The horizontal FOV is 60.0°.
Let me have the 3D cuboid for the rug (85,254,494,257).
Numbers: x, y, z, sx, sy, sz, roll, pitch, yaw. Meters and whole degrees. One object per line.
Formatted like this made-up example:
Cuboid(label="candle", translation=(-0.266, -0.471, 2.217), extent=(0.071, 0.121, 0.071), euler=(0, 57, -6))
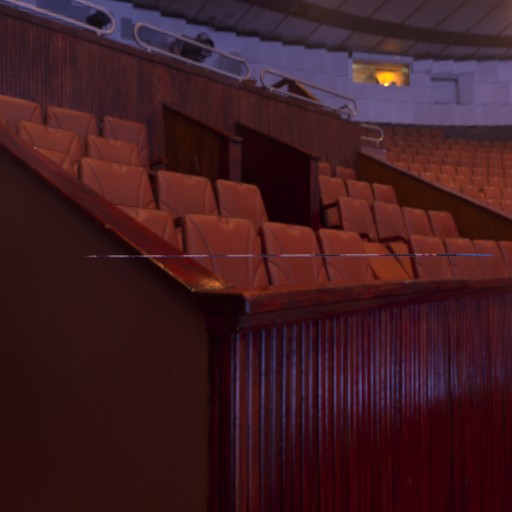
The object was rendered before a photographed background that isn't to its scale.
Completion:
Cuboid(label="rug", translation=(0.000, 0.000, 2.668), extent=(2.440, 0.009, 0.760), euler=(0, 0, 37))
